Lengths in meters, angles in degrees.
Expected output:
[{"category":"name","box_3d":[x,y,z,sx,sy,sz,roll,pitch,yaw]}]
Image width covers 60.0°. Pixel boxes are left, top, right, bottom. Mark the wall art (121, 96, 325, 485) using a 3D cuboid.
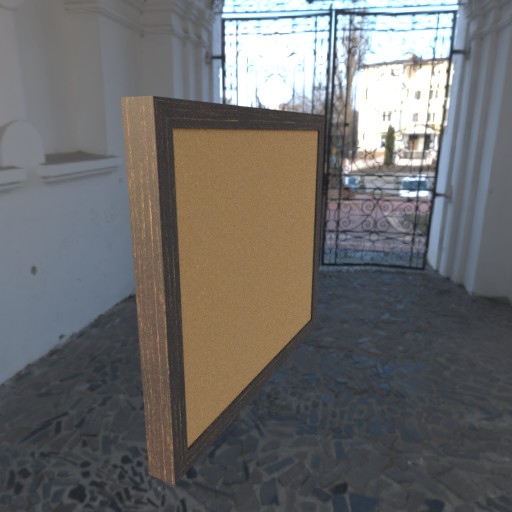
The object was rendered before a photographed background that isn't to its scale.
[{"category":"wall art","box_3d":[0.000,0.000,0.525,0.031,0.330,0.381,8,17,26]}]
